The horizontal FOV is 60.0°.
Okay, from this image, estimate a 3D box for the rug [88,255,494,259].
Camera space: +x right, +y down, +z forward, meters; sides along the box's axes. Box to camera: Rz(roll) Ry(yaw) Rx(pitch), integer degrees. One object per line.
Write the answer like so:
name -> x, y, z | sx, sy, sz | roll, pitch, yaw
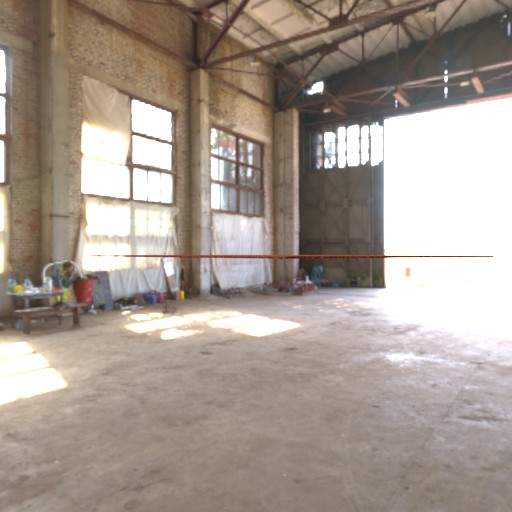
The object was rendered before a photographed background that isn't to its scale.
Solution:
rug -> 0.000, 0.000, 3.011 | 1.531, 0.010, 2.442 | 0, 0, -37
